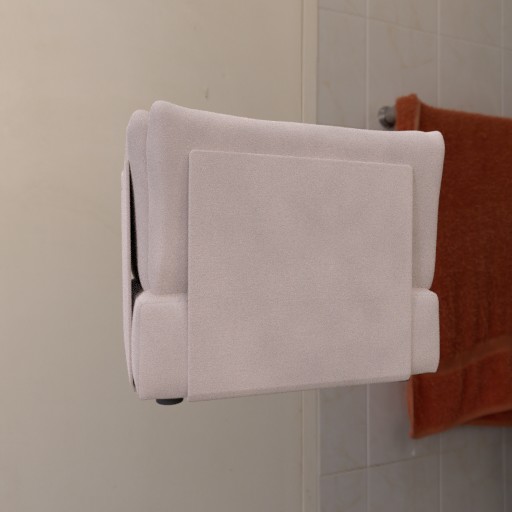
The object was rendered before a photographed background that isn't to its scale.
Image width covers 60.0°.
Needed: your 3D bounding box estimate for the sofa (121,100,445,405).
[{"bbox_3d":[0.000,0.000,1.739,1.000,0.820,1.000,0,0,-18],"label":"sofa"}]
